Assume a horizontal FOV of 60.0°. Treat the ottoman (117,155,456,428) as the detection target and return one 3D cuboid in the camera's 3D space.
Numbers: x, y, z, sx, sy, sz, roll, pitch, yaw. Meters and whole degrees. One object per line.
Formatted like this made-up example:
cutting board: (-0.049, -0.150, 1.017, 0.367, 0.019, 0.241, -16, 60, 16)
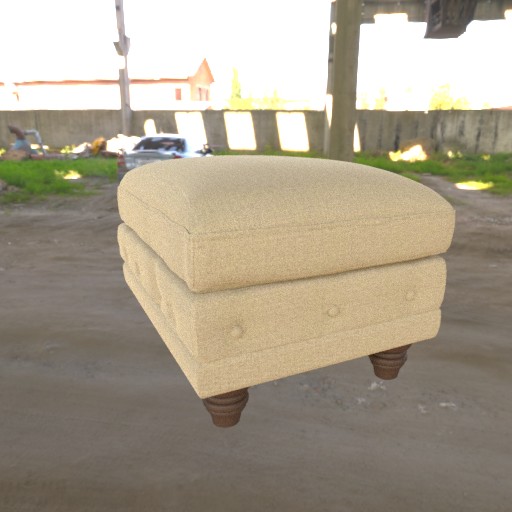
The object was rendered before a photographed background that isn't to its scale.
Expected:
ottoman: (0.000, 0.000, 1.054, 0.541, 0.463, 0.684, -7, 17, -24)
